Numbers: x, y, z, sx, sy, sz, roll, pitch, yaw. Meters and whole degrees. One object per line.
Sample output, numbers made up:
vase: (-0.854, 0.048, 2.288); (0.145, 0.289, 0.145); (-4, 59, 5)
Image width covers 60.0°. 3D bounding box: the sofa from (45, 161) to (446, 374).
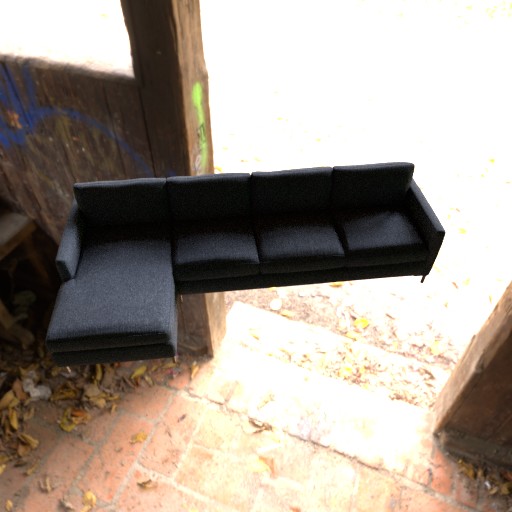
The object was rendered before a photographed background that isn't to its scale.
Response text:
sofa: (0.000, 0.000, 3.439); (2.932, 0.810, 1.350); (-5, 45, -5)
